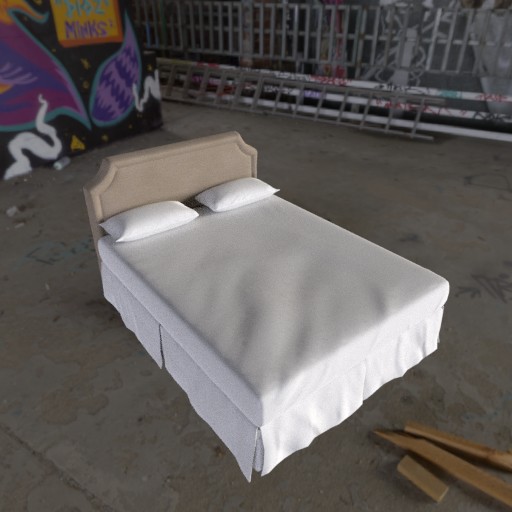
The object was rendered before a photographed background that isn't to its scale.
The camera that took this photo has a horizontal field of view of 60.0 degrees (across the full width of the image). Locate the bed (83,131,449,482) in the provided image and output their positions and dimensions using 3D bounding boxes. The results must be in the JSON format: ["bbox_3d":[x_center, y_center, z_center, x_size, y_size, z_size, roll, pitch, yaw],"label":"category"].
[{"bbox_3d":[0.000,0.000,3.626,1.977,1.293,2.498,-22,37,-32],"label":"bed"}]
